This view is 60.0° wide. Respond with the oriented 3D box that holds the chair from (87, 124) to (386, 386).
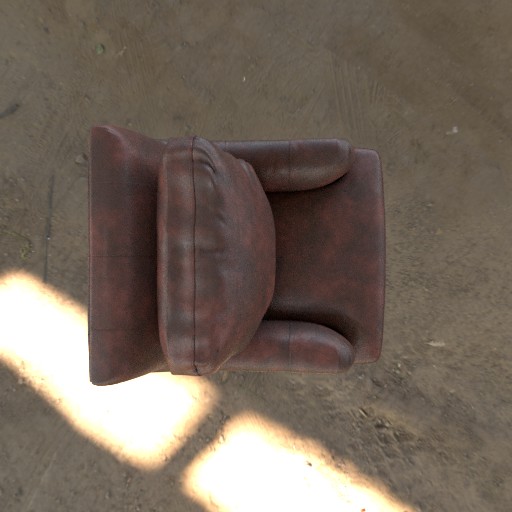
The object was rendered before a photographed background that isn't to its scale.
[{"bbox_3d":[0.000,0.000,1.964,1.156,1.051,0.987,0,90,0],"label":"chair"}]
